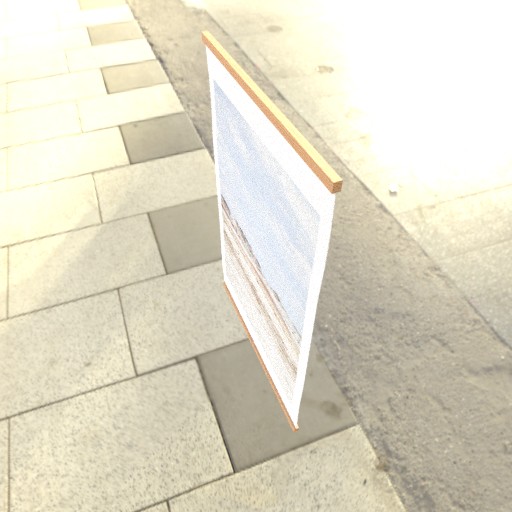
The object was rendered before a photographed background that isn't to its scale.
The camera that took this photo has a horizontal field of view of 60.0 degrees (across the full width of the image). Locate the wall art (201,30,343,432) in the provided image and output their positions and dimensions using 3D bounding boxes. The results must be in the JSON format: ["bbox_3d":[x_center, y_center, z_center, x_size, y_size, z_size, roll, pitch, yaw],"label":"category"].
[{"bbox_3d":[0.000,0.000,1.933,0.025,1.521,1.011,-17,49,-15],"label":"wall art"}]
